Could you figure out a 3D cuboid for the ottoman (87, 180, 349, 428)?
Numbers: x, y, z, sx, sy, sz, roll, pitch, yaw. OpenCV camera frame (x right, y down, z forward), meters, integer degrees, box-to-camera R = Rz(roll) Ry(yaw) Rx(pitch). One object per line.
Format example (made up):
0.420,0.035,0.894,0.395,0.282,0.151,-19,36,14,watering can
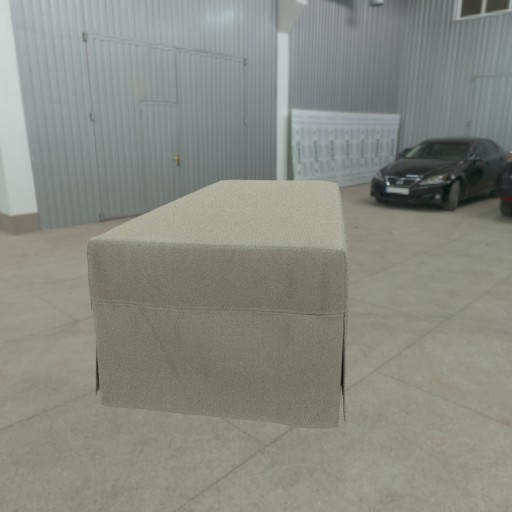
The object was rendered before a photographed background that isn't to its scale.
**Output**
0.000,0.000,1.690,0.665,0.457,1.388,3,16,9,ottoman
